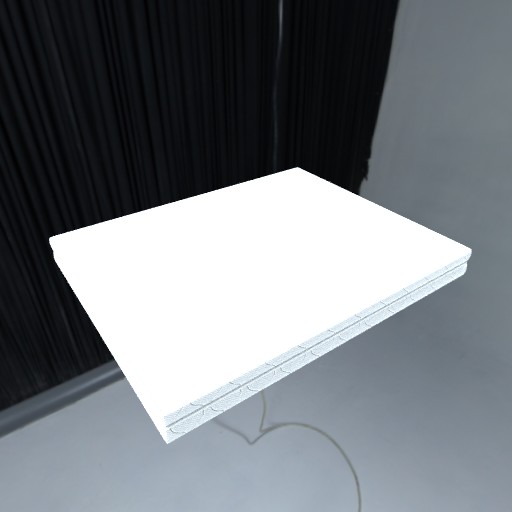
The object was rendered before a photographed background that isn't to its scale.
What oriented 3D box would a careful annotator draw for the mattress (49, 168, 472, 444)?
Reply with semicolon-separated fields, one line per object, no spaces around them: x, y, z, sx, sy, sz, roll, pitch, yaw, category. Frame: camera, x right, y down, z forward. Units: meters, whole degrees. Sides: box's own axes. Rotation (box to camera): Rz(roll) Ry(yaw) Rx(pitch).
0.000;0.000;2.715;2.000;0.200;1.600;-21;38;-29;mattress
